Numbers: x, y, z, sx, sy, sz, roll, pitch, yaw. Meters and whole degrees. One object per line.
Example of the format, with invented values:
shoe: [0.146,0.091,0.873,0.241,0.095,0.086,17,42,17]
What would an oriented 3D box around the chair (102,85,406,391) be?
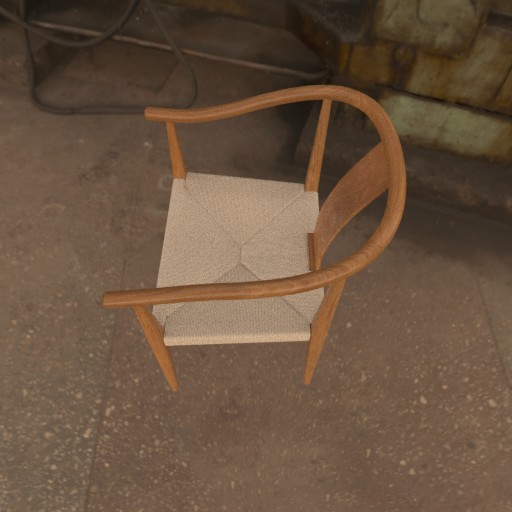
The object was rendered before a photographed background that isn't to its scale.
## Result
chair: [0.000,0.000,1.205,0.579,0.800,0.556,1,59,1]
